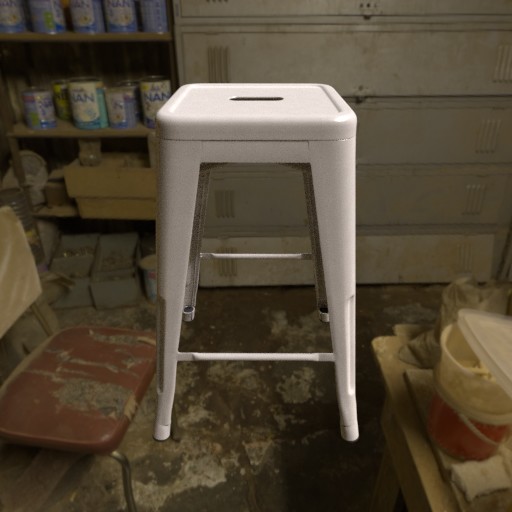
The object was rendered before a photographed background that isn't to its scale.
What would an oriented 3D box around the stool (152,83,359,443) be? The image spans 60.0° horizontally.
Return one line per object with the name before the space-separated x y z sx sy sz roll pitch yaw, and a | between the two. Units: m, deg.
stool | 0.000 0.000 0.887 0.406 0.610 0.406 0 30 0
